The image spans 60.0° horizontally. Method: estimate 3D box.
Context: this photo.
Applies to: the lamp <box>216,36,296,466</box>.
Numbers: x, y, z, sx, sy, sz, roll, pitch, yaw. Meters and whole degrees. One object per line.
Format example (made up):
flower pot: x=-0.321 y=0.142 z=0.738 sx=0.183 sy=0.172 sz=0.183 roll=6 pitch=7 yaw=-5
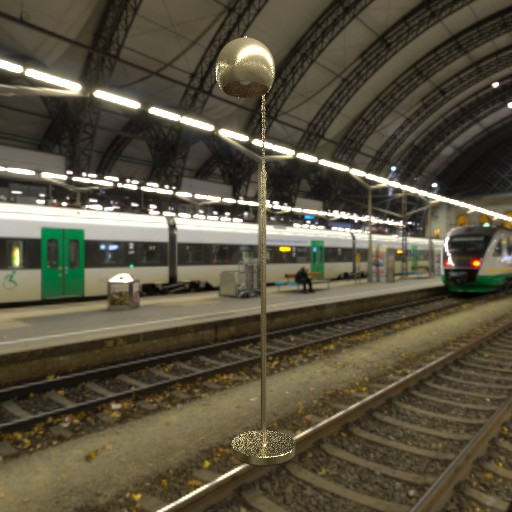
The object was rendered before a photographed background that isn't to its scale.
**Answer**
lamp: x=0.000 y=0.000 z=1.644 sx=0.250 sy=1.526 sz=0.431 roll=0 pitch=0 yaw=19
